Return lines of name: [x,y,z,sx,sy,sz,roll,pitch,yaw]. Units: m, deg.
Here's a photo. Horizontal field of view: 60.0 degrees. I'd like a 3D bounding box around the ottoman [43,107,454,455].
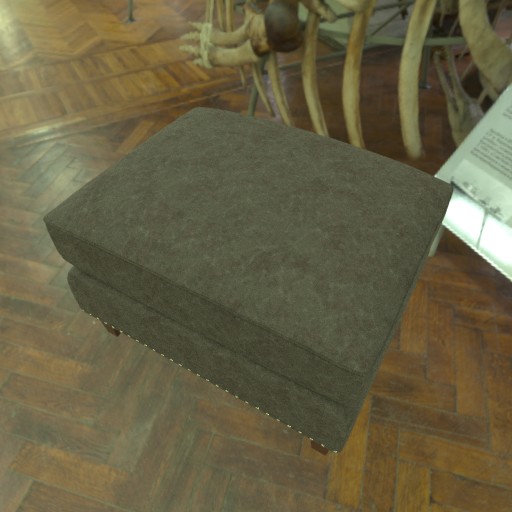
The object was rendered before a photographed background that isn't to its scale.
ottoman: [0.000,0.000,1.103,0.741,0.513,0.584,23,51,20]
